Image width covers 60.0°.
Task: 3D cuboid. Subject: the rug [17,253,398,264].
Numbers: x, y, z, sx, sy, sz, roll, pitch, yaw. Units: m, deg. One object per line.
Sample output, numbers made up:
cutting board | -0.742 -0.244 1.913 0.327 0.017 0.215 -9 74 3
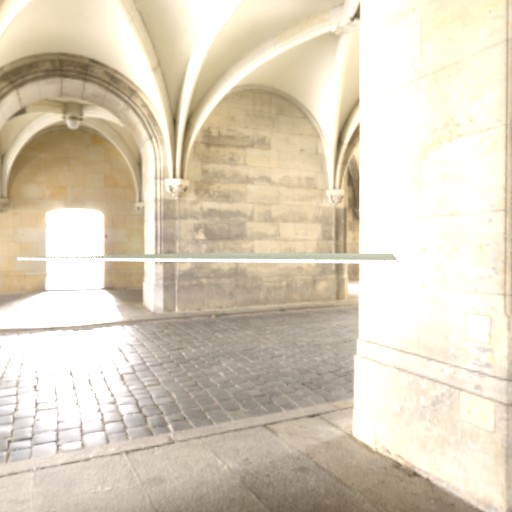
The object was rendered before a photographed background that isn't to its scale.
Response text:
rug | 0.000 0.000 4.063 2.420 0.019 3.039 0 1 17
